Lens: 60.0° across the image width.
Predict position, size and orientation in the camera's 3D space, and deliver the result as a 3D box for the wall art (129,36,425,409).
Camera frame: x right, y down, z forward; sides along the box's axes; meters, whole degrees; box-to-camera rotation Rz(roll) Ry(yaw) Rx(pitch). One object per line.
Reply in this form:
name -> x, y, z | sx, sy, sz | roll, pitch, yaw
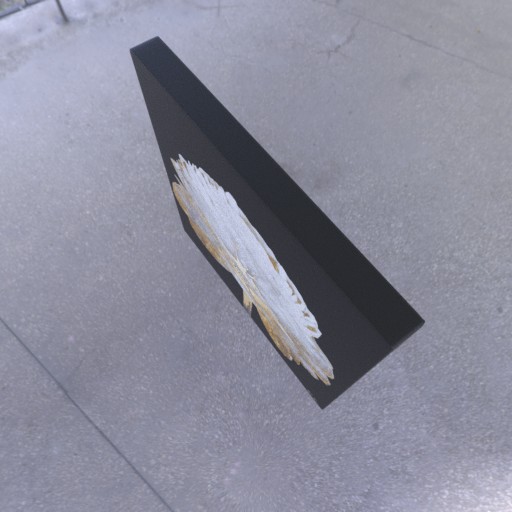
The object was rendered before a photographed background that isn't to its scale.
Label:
wall art -> 0.000, 0.000, 0.595 | 0.041, 0.407, 0.406 | -34, 69, -15
